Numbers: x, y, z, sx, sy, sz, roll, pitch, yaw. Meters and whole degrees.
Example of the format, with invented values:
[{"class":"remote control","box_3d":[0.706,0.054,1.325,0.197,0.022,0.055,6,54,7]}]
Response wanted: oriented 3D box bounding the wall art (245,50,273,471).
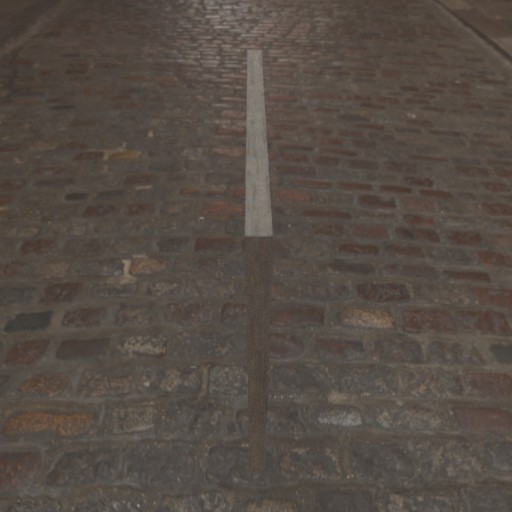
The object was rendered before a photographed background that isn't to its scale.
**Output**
[{"class":"wall art","box_3d":[0.000,0.000,1.134,0.038,0.762,0.762,0,42,0]}]
